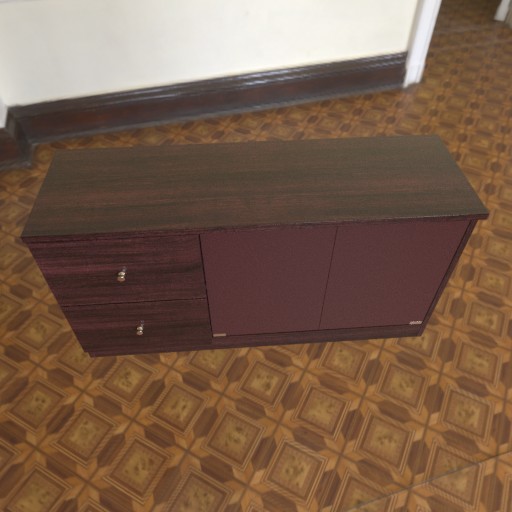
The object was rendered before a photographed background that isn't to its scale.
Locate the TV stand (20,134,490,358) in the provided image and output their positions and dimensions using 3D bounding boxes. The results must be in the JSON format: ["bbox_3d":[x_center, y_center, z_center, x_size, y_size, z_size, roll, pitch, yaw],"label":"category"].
[{"bbox_3d":[0.000,0.000,1.469,1.192,0.614,0.404,-3,47,-3],"label":"TV stand"}]
